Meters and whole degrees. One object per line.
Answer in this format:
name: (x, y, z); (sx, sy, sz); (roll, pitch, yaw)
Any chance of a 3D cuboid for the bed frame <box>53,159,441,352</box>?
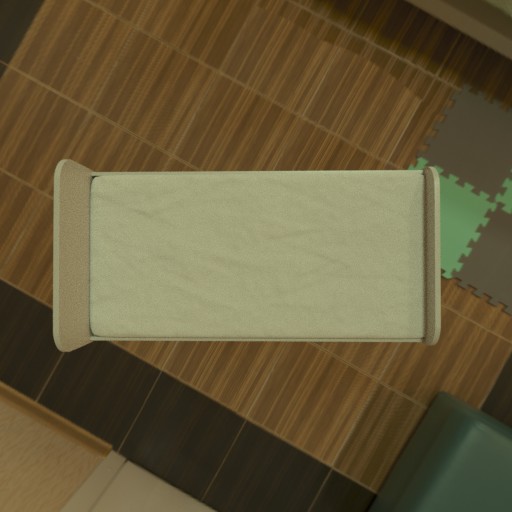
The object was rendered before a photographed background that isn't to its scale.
bed frame: (0.000, 0.000, 2.544); (1.963, 0.805, 0.998); (0, 89, 2)
